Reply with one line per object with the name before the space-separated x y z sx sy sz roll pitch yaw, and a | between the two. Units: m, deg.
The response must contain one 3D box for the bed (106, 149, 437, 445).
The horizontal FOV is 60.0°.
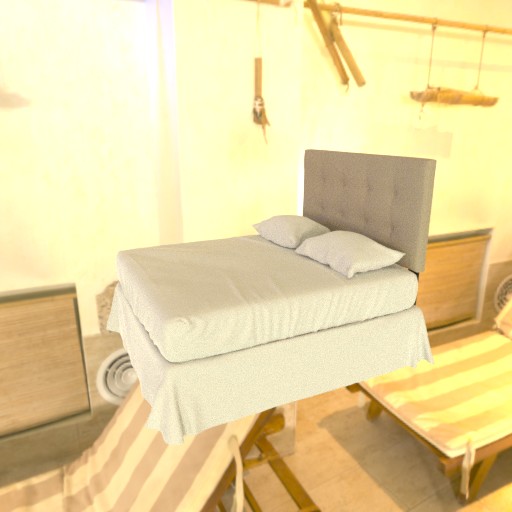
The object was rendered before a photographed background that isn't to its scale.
bed | 0.000 0.000 3.582 2.222 1.577 1.936 -8 18 -25
